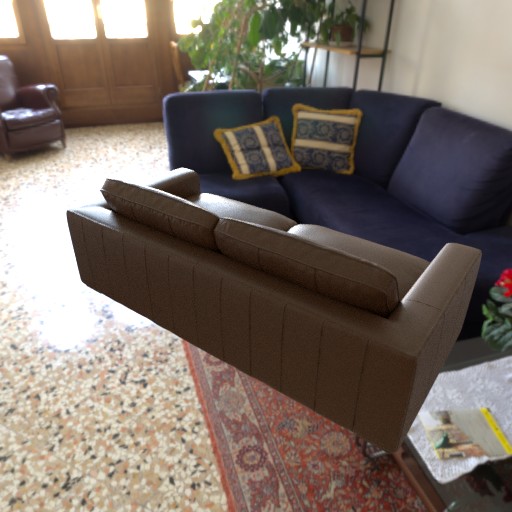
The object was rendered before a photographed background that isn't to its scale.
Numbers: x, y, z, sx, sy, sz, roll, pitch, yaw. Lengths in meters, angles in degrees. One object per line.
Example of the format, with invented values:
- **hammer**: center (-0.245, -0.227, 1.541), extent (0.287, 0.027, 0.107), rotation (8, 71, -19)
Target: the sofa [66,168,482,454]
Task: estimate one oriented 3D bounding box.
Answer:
- **sofa**: center (0.000, 0.000, 2.656), extent (2.262, 0.801, 1.070), rotation (21, 36, 31)
